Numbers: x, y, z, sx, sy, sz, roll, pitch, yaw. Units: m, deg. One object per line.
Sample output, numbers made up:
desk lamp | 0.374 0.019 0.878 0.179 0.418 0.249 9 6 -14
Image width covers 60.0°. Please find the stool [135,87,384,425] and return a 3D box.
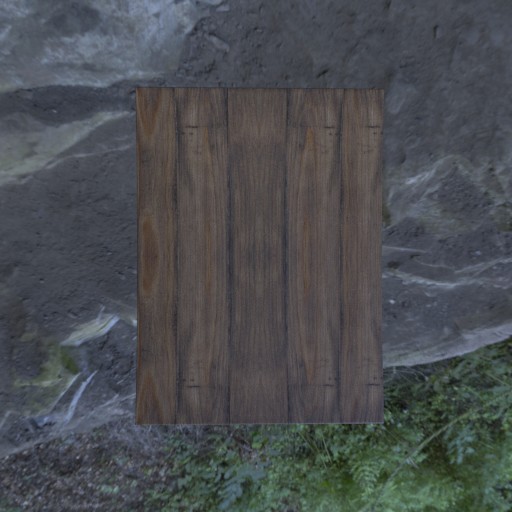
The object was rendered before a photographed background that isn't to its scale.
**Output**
stool | 0.000 0.000 0.929 0.405 0.625 0.486 0 90 -1
